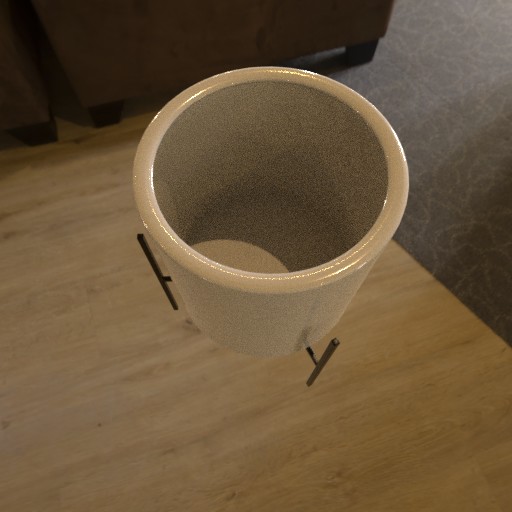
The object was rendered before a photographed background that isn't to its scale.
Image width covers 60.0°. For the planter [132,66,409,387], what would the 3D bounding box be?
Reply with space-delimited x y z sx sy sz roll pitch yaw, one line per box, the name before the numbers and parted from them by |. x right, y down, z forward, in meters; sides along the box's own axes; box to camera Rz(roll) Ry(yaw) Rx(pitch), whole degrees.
planter | 0.000 0.000 0.641 0.308 0.431 0.307 -2 65 -1
